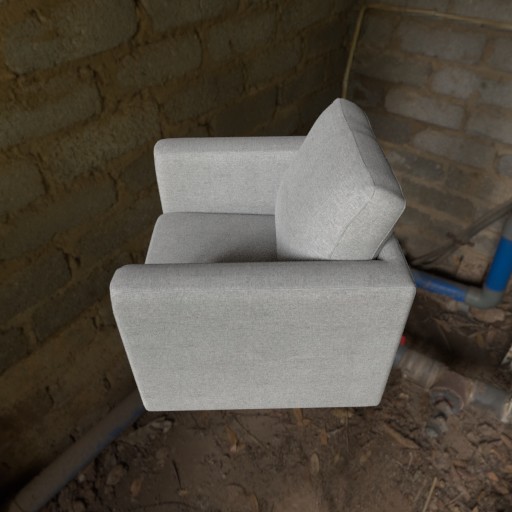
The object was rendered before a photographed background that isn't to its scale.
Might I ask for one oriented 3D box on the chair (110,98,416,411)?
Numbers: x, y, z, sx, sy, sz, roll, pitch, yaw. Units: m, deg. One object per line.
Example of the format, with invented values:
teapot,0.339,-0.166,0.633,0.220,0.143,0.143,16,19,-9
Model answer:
chair,0.000,0.000,1.555,0.800,0.927,0.855,-1,41,-1
